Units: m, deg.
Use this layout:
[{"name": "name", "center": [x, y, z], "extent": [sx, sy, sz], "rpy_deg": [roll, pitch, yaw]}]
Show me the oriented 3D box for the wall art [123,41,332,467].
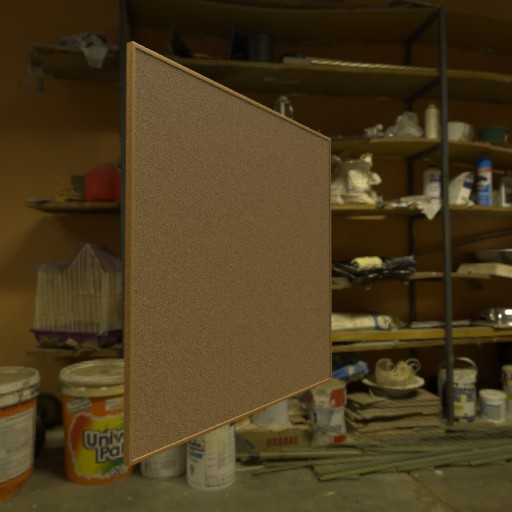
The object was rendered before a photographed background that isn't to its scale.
[{"name": "wall art", "center": [0.000, 0.000, 0.947], "extent": [0.014, 0.655, 0.657], "rpy_deg": [-1, -2, 37]}]
